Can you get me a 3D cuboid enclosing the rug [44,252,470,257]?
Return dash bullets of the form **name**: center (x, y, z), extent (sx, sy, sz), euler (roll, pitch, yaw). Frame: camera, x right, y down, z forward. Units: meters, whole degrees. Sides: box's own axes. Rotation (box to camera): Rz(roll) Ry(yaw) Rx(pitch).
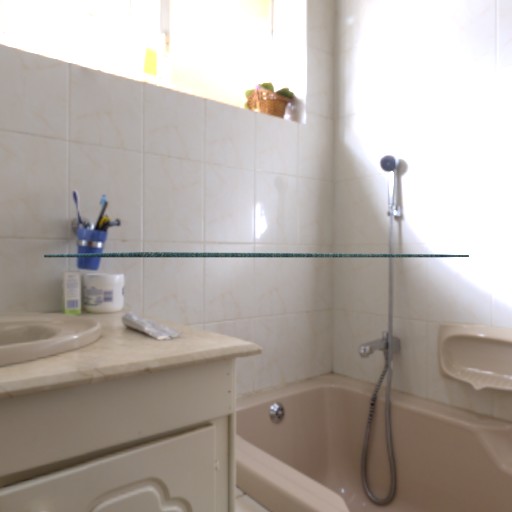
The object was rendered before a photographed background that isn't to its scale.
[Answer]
- **rug**: center (0.000, 0.000, 4.176), extent (3.217, 0.027, 2.405), euler (0, 0, -36)
